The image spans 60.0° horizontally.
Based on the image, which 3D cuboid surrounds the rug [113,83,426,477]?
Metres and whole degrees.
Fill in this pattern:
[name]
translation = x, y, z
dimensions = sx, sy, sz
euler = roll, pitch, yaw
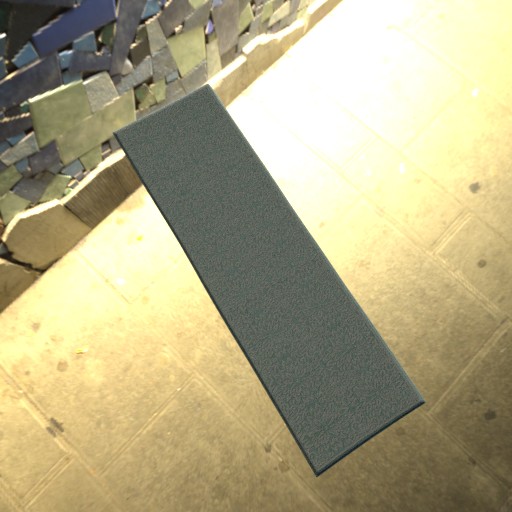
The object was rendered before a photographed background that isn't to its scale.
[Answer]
[rug]
translation = 0.000, 0.000, 2.434
dimensions = 0.662, 0.011, 2.196
euler = -31, 77, -8
